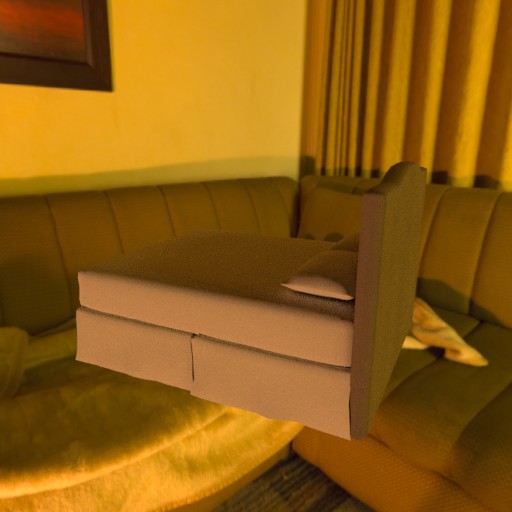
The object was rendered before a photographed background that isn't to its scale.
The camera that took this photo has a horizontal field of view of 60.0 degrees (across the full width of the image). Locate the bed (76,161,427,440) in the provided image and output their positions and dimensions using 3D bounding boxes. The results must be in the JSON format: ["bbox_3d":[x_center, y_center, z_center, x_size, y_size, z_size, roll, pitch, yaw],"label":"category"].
[{"bbox_3d":[0.000,0.000,3.325,2.128,1.441,1.744,8,17,26],"label":"bed"}]
